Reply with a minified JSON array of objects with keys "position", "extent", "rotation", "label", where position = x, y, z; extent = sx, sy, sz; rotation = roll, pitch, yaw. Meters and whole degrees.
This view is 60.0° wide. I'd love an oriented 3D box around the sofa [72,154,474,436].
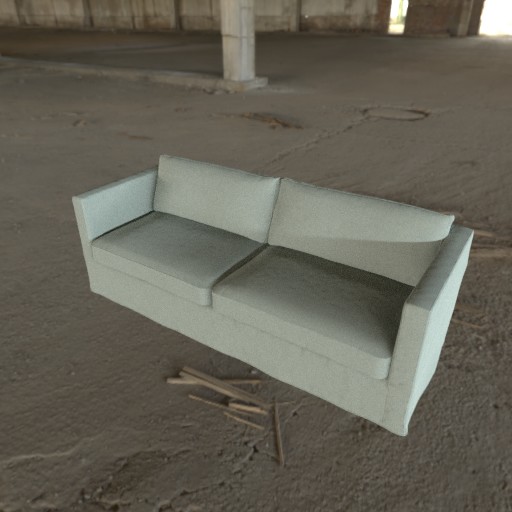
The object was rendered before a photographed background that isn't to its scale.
[{"position":[0.000,0.000,2.784],"extent":[2.312,0.853,0.962],"rotation":[18,34,29],"label":"sofa"}]
